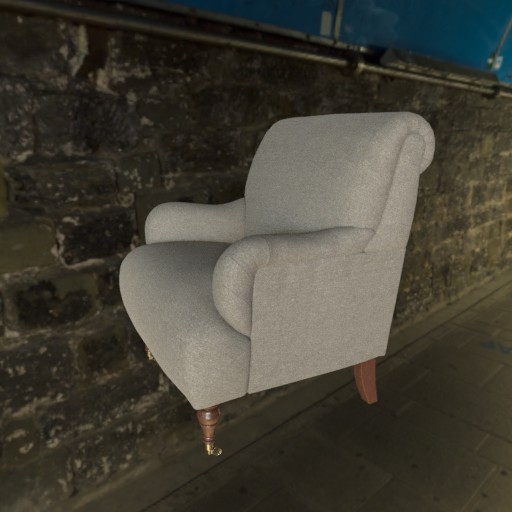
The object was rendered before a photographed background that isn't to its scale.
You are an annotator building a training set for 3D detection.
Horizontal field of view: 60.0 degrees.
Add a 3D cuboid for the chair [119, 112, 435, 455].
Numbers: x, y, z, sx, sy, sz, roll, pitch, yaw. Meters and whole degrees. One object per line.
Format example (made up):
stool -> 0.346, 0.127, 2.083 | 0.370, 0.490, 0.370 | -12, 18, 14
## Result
chair -> 0.000, 0.000, 1.523 | 0.843, 0.942, 0.766 | -8, 17, -27
